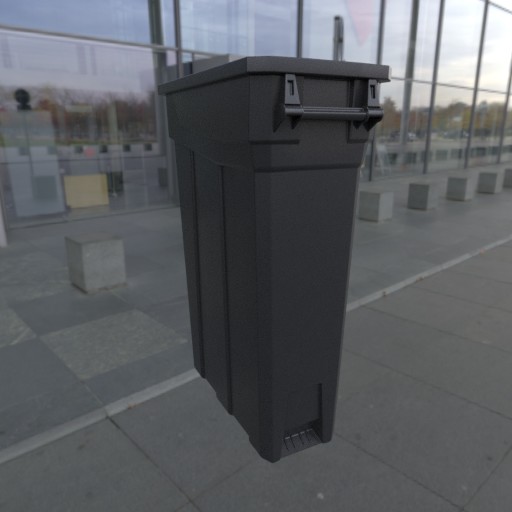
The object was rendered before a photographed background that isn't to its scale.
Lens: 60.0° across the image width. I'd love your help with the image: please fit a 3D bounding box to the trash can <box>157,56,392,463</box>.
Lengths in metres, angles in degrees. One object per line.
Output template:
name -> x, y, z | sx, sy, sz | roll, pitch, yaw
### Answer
trash can -> 0.000, 0.000, 1.017 | 0.281, 0.762, 0.559 | -8, 18, -26
